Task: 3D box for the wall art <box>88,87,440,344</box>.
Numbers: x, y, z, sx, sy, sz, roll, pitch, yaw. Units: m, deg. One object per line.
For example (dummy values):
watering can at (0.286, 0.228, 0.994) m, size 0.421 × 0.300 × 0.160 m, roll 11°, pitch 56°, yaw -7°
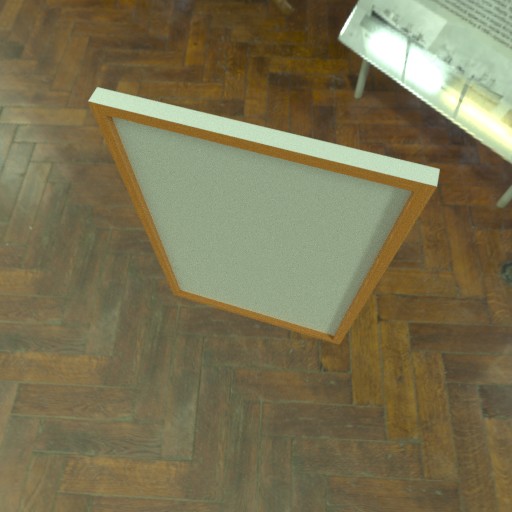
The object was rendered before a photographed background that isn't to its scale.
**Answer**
wall art at (0.000, 0.000, 0.766) m, size 0.405 × 0.608 × 0.025 m, roll 16°, pitch 64°, yaw 8°
